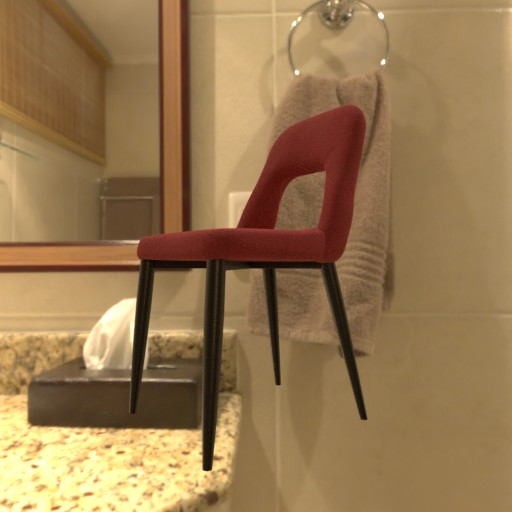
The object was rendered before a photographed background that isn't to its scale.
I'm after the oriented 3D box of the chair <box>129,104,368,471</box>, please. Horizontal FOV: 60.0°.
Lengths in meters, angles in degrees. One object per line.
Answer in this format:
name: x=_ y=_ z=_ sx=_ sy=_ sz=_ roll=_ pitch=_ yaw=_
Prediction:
chair: x=0.000 y=0.000 z=1.234 sx=0.569 sy=0.892 sz=0.483 roll=0 pitch=0 yaw=-36
